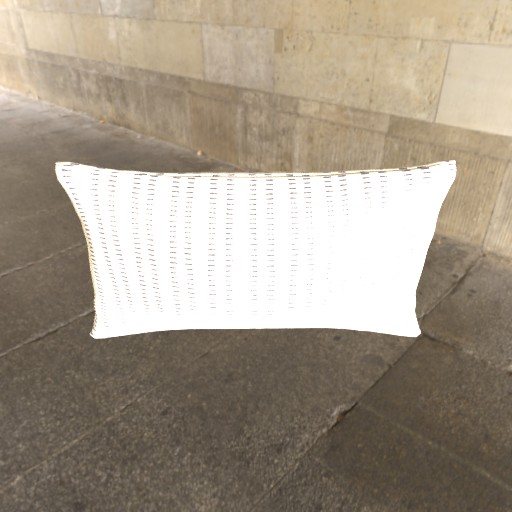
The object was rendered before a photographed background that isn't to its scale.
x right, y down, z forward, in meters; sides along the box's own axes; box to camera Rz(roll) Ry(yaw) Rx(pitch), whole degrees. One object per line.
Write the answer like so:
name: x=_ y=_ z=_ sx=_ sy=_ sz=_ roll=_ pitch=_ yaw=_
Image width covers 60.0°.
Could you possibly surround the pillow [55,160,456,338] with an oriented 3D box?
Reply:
pillow: x=0.000 y=0.000 z=0.788 sx=0.640 sy=0.353 sz=0.210 roll=0 pitch=31 yaw=-1
